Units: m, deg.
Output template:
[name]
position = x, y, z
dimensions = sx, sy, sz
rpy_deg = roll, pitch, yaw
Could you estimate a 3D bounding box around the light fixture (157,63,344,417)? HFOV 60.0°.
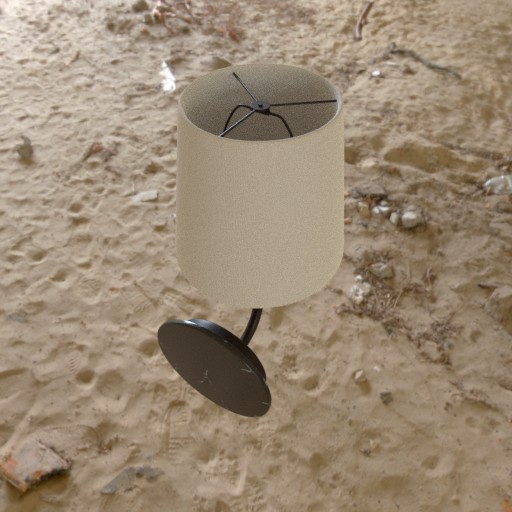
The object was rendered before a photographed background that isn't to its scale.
[light fixture]
position = 0.000, 0.000, 0.457
dimensions = 0.168, 0.337, 0.188
rpy_deg = 24, 50, 21
